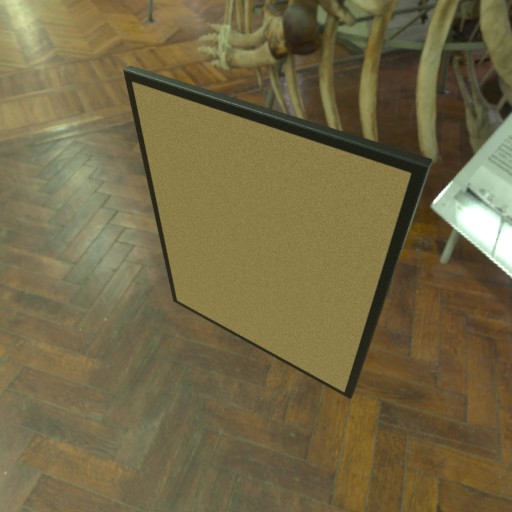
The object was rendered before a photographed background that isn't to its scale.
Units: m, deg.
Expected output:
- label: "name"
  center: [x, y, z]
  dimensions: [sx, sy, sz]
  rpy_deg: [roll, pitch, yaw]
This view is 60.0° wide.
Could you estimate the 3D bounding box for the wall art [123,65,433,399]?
- label: "wall art"
  center: [0.000, 0.000, 0.812]
  dimensions: [0.481, 0.582, 0.018]
  rpy_deg: [25, 51, 22]
